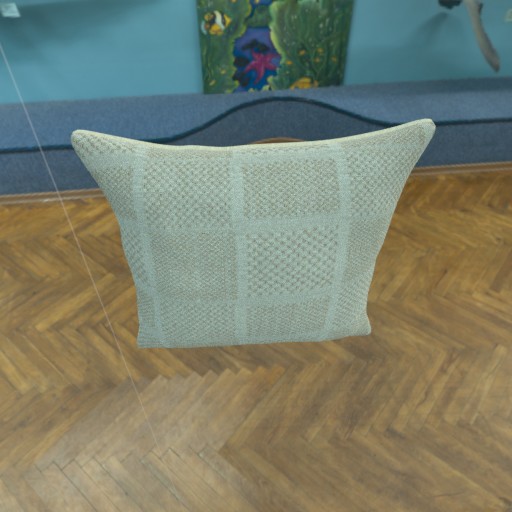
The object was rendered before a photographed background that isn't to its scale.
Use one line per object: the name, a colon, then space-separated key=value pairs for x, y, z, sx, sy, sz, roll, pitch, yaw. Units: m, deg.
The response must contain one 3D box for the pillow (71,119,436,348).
pillow: x=0.000 y=0.000 z=0.676 sx=0.436 sy=0.432 sz=0.138 roll=-3 pitch=45 yaw=-3
